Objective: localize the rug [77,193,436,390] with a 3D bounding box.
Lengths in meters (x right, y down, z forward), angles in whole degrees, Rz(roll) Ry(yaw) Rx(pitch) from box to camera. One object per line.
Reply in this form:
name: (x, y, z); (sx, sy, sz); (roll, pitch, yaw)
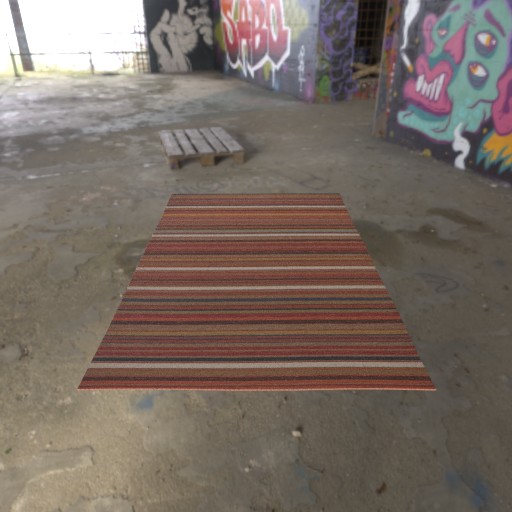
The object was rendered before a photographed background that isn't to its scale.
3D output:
rug: (0.000, 0.000, 2.950); (1.523, 0.008, 2.438); (0, 28, 0)
